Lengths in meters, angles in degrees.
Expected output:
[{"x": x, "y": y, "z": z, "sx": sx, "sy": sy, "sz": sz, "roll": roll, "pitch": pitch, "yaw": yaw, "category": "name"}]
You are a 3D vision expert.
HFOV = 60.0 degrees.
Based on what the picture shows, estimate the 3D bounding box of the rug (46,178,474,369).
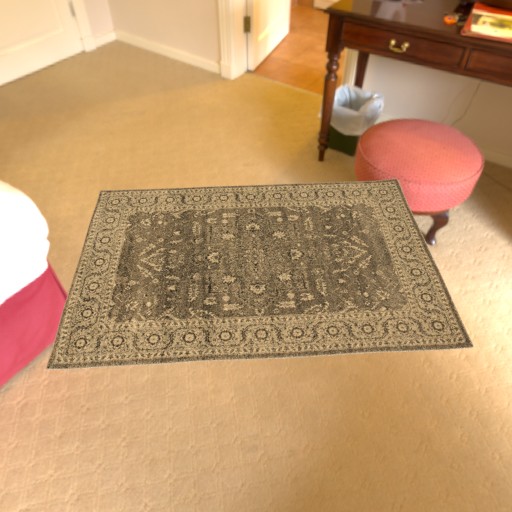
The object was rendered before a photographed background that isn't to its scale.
[{"x": 0.000, "y": 0.000, "z": 2.293, "sx": 1.828, "sy": 0.019, "sz": 1.209, "roll": -2, "pitch": 46, "yaw": -2, "category": "rug"}]
